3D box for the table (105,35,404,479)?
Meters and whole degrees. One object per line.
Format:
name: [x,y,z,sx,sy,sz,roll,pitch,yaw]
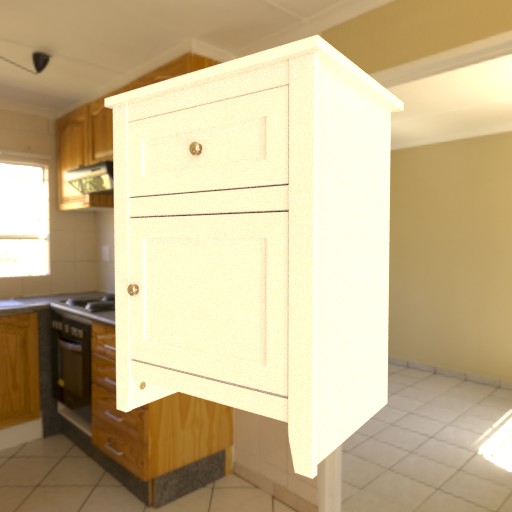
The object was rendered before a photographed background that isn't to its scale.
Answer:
table: [0.000,0.000,0.917,0.480,0.635,0.381,2,3,36]
